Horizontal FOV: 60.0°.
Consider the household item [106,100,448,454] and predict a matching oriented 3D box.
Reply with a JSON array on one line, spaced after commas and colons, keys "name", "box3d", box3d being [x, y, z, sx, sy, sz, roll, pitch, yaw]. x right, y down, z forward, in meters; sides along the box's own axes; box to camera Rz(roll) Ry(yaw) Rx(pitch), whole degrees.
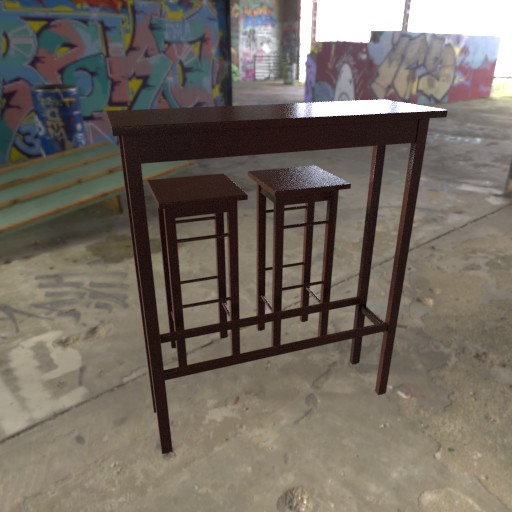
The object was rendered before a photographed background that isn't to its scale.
[{"name": "household item", "box3d": [0.000, 0.000, 1.631, 0.914, 1.067, 0.676, -8, 26, -18]}]
